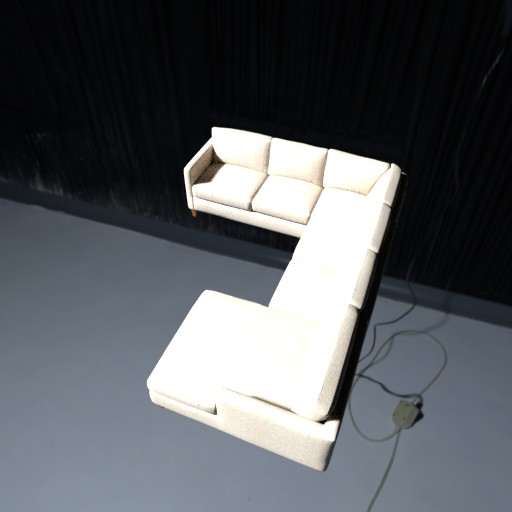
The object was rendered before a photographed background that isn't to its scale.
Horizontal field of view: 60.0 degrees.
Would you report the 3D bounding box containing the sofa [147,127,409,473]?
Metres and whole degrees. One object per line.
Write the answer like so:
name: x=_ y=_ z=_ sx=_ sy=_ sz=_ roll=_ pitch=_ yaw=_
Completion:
sofa: x=0.000 y=0.000 z=4.678 sx=2.594 sy=0.961 sz=3.460 roll=16 pitch=47 yaw=15
